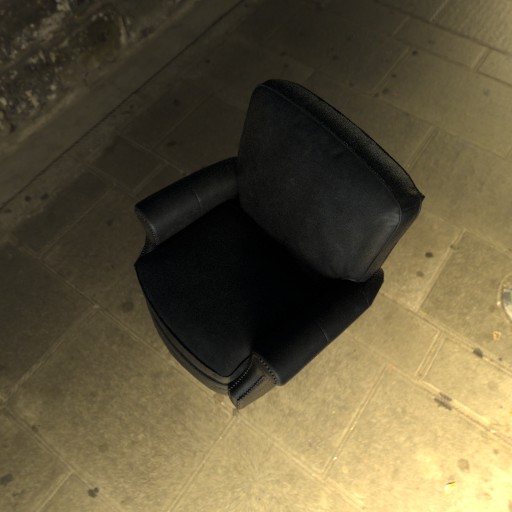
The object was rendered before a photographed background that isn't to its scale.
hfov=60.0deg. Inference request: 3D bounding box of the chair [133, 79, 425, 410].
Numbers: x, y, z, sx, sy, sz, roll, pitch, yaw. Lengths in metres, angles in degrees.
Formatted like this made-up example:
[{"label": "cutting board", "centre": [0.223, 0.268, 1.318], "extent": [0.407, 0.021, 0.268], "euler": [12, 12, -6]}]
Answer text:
[{"label": "chair", "centre": [0.000, 0.000, 1.811], "extent": [0.986, 1.018, 0.936], "euler": [-36, 69, -17]}]
